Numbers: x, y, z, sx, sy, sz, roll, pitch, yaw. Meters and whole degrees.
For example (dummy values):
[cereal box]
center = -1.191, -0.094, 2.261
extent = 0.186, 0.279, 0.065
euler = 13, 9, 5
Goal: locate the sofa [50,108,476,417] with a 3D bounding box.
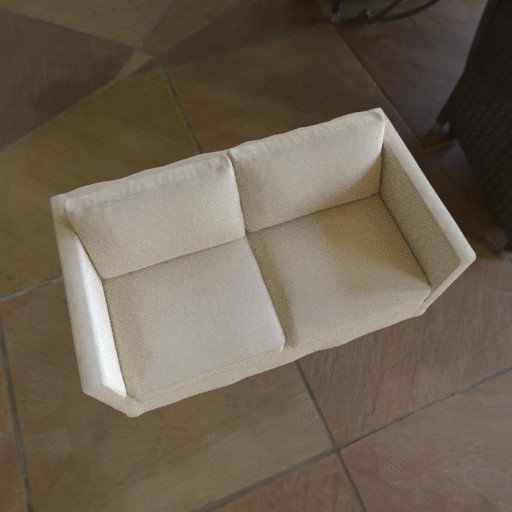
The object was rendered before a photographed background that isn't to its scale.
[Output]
[sofa]
center = 0.000, 0.000, 2.242
extent = 1.746, 0.834, 0.962
euler = -17, 65, -9
